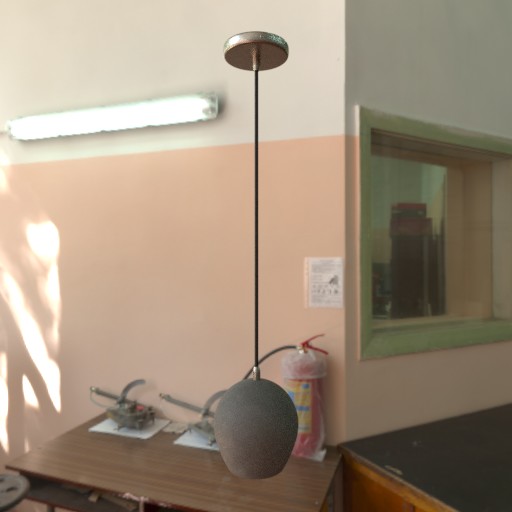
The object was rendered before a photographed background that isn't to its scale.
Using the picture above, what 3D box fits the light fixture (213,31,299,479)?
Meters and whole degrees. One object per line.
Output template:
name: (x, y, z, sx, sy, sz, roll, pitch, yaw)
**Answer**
light fixture: (0.000, 0.000, 0.805, 0.153, 0.760, 0.153, 0, -1, -36)
